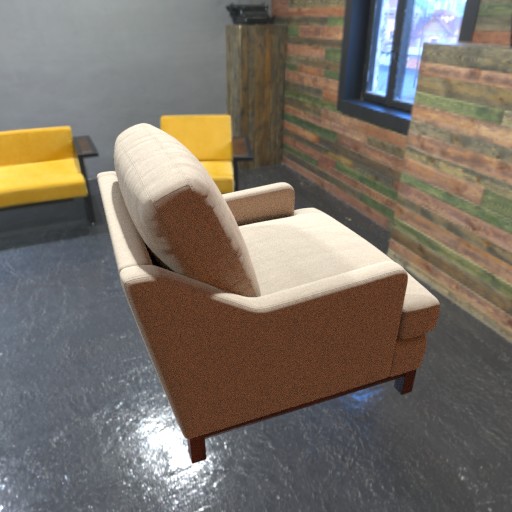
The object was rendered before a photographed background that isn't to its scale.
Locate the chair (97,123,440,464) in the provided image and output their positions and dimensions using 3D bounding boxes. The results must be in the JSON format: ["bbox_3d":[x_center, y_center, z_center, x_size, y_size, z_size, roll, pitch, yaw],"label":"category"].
[{"bbox_3d":[0.000,0.000,1.651,1.001,0.916,0.912,-10,30,-19],"label":"chair"}]
